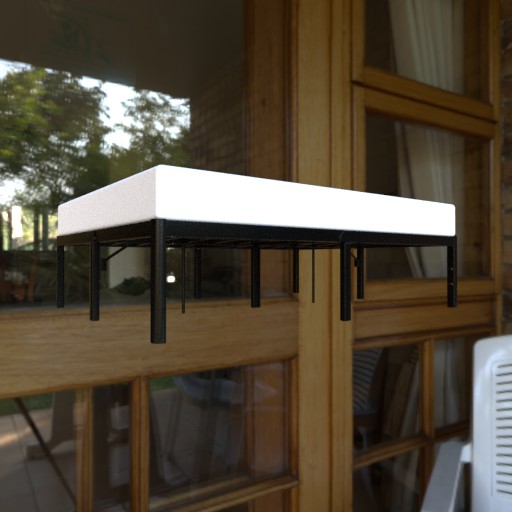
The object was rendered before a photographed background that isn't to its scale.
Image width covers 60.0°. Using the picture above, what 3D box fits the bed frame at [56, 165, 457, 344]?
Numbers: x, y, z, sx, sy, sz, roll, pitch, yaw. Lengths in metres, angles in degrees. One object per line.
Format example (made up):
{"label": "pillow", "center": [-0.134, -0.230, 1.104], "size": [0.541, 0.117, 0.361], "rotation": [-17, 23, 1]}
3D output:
{"label": "bed frame", "center": [0.000, 0.000, 2.832], "size": [2.072, 0.659, 1.557], "rotation": [0, -1, -37]}
